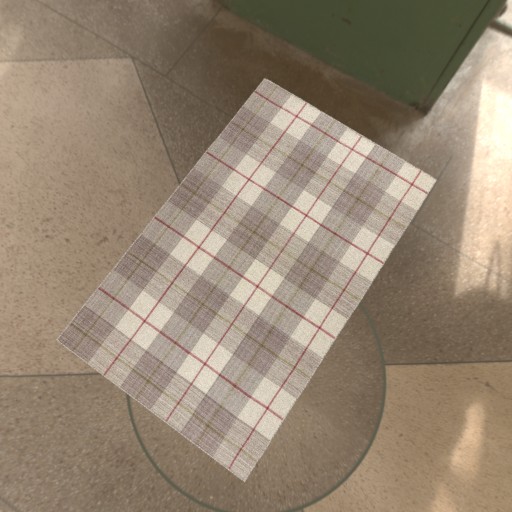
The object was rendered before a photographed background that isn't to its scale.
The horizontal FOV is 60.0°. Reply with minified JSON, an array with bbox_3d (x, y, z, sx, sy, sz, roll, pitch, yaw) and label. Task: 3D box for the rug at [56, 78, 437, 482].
[{"bbox_3d":[0.000,0.000,3.105,1.549,0.010,2.464,33,78,8],"label":"rug"}]
